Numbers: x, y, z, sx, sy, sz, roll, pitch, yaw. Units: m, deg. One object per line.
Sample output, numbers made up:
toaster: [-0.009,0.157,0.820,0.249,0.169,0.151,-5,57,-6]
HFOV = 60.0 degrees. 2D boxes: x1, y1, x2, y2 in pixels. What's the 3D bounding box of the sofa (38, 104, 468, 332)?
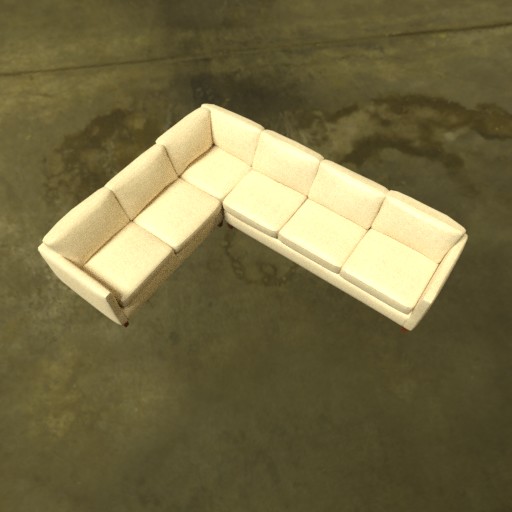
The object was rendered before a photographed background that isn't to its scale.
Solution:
sofa: [0.000,0.000,4.422,3.302,0.947,2.593,31,63,18]
